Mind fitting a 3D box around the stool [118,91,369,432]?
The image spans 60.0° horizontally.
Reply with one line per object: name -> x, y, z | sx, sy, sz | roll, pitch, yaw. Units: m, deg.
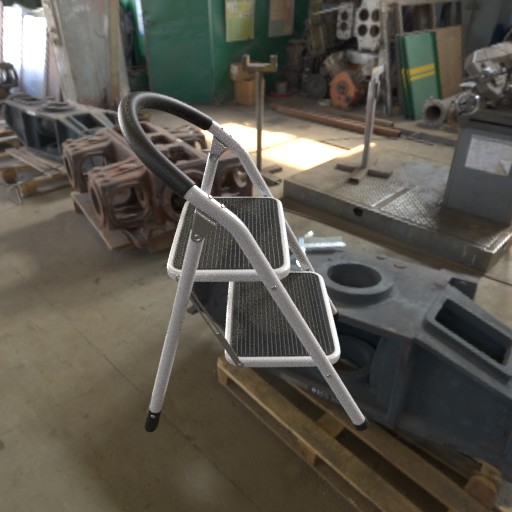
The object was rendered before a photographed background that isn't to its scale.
stool -> 0.000, 0.000, 1.087 | 0.559, 0.760, 0.453 | 0, 32, -1
